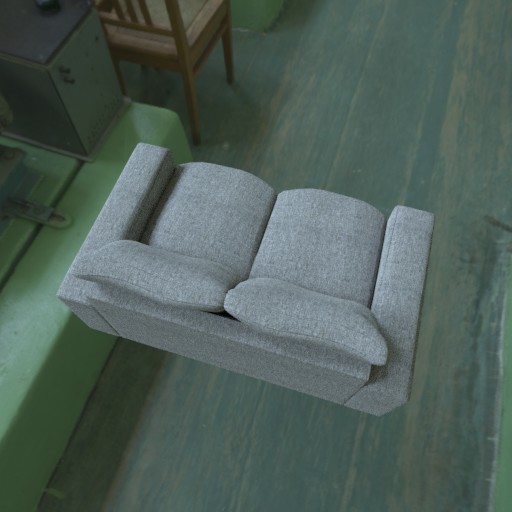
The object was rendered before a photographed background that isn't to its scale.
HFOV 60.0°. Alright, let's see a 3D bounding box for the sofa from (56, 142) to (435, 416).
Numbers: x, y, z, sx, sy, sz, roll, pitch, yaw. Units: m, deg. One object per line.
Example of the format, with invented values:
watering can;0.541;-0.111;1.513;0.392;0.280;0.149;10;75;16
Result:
sofa;0.000;0.000;2.400;1.758;0.877;1.094;15;64;8
